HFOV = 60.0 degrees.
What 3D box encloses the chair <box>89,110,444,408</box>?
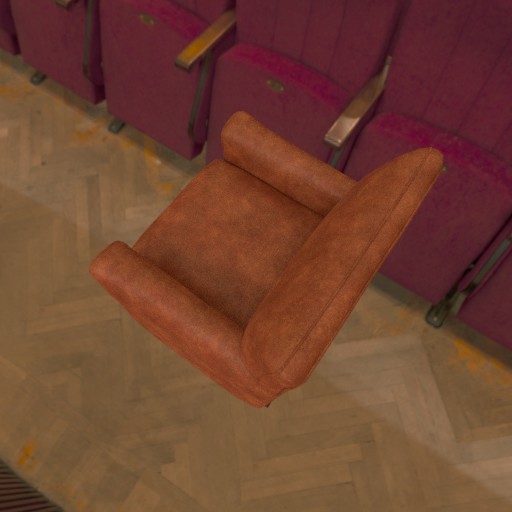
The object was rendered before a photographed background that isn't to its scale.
[{"bbox_3d":[0.000,0.000,1.663,0.823,0.943,0.870,32,68,15],"label":"chair"}]
